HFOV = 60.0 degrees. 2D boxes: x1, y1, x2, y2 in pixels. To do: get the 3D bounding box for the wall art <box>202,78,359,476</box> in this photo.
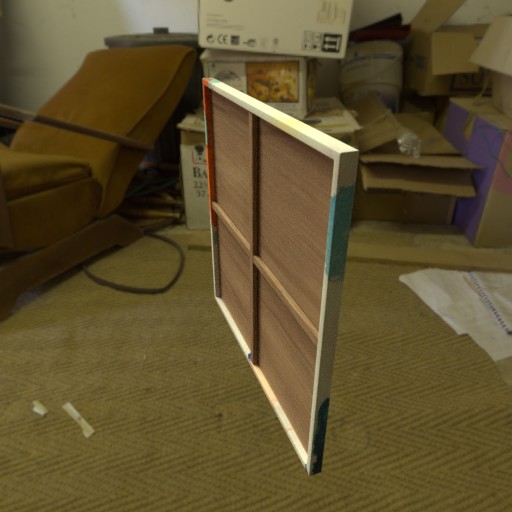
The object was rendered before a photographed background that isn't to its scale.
[{"bbox_3d":[0.000,0.000,1.529,0.044,1.017,1.017,-11,32,-18],"label":"wall art"}]
